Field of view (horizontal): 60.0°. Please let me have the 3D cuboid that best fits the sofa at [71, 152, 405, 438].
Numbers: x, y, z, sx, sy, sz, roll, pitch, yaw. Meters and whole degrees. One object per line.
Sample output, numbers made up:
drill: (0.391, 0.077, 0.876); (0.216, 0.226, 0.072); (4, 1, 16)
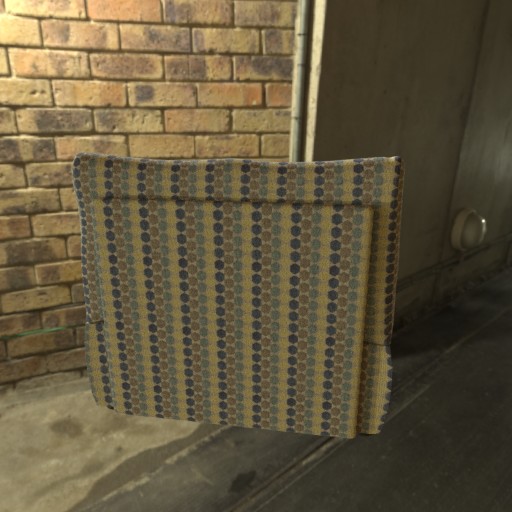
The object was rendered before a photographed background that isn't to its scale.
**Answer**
sofa: (0.000, 0.000, 1.706); (0.930, 0.830, 1.000); (3, 17, 9)
